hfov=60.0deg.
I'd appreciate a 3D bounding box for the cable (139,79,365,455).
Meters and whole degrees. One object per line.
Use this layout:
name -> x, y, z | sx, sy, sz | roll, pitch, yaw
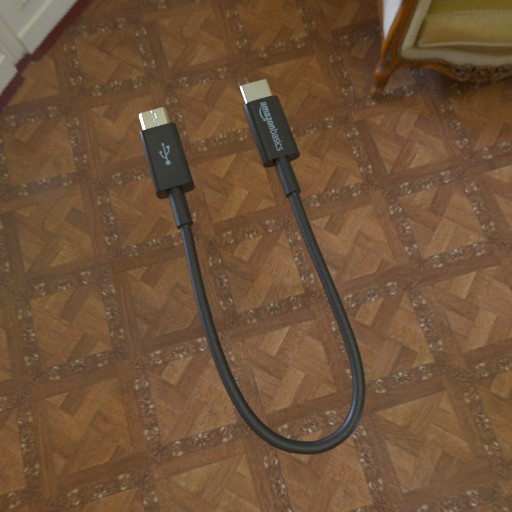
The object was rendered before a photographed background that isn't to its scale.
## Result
cable -> 0.000, 0.000, 0.114 | 0.040, 0.006, 0.098 | -17, 75, -5
